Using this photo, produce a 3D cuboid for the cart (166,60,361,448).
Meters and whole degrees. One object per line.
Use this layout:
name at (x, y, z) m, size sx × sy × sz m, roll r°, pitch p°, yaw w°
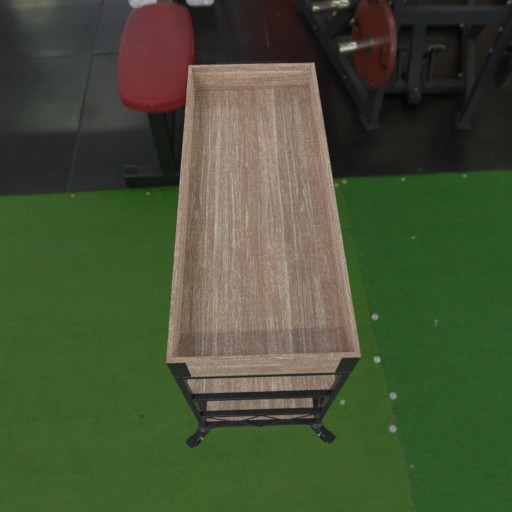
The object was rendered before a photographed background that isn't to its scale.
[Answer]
cart at (0.000, 0.000, 1.493) m, size 0.500 × 0.787 × 1.101 m, roll -2°, pitch 59°, yaw -1°
